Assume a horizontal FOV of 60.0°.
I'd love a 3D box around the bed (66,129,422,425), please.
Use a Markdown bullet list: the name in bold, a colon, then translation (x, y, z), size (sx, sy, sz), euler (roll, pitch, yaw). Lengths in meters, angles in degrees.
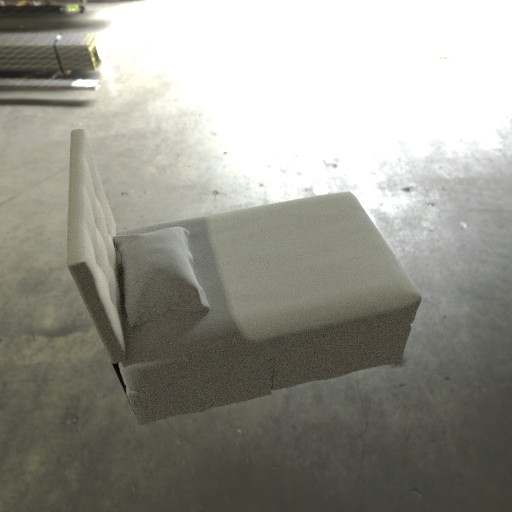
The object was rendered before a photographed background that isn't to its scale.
- **bed**: translation (0.000, 0.000, 2.981), size (1.997, 1.571, 1.261), euler (-11, 47, -10)
